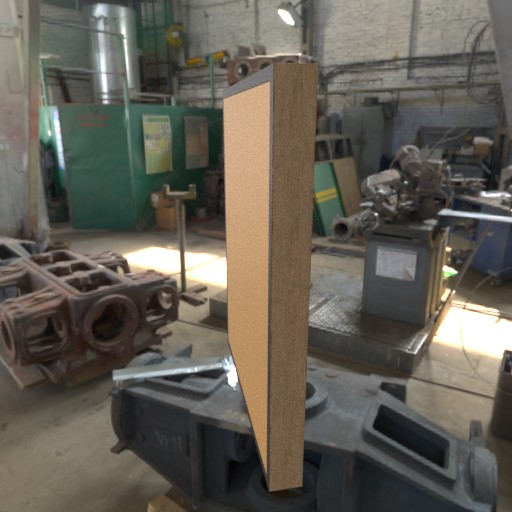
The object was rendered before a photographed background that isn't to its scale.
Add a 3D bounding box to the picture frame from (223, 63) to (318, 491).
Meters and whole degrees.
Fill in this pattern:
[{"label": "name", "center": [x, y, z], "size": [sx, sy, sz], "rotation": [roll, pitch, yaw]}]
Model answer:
[{"label": "picture frame", "center": [0.000, 0.000, 0.714], "size": [0.046, 0.526, 0.421], "rotation": [-3, 17, -10]}]
